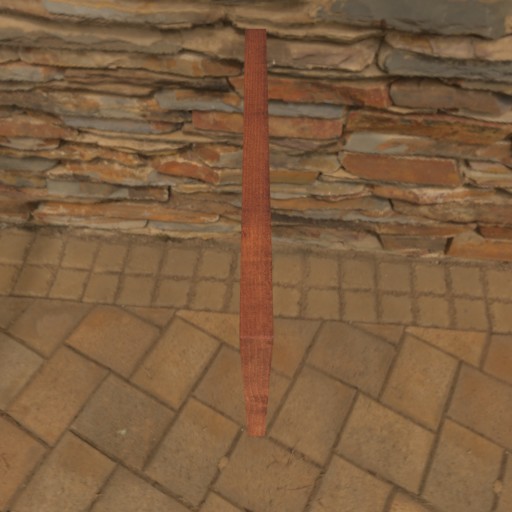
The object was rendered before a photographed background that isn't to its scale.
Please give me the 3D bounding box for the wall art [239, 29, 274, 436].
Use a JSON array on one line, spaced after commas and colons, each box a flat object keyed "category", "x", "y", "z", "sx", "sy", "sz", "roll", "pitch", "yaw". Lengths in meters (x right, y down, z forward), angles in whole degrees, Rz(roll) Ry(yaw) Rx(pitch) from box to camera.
[{"category": "wall art", "x": 0.000, "y": 0.000, "z": 0.850, "sx": 0.037, "sy": 0.572, "sz": 0.554, "roll": 0, "pitch": 58, "yaw": 0}]
